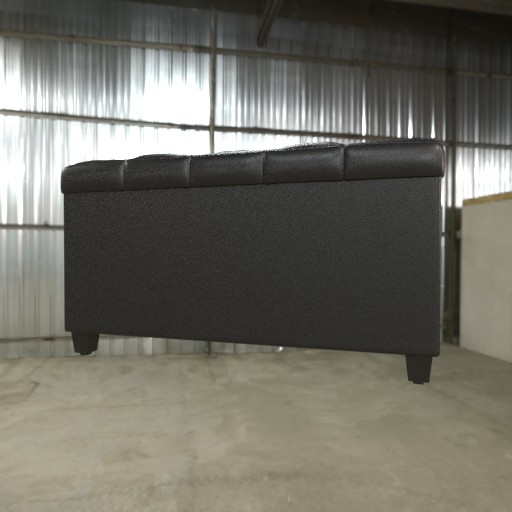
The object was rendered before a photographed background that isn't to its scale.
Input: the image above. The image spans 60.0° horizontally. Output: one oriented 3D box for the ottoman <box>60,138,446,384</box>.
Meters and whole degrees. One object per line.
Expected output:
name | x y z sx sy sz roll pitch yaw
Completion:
ottoman | 0.000 0.000 1.107 0.838 0.470 0.432 0 1 18
